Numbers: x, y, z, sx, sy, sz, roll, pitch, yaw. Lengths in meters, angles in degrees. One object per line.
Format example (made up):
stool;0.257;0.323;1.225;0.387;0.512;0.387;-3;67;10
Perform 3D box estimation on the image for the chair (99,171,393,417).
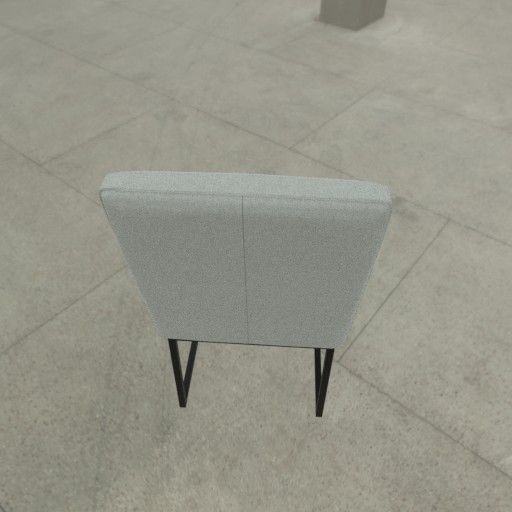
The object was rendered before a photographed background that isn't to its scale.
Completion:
chair;0.000;0.000;1.280;0.520;0.930;0.634;3;46;3
